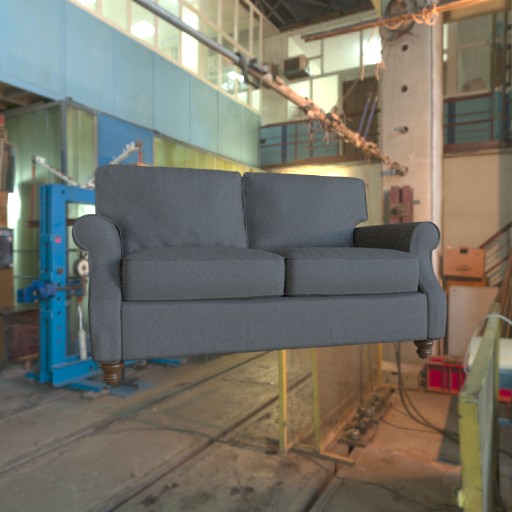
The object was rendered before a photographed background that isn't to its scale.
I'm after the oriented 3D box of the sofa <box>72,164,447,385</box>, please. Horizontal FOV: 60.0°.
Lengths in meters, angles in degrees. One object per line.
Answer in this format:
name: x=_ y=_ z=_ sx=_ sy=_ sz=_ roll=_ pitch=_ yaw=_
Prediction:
sofa: x=0.000 y=0.000 z=2.212 sx=1.665 sy=0.937 sz=0.964 roll=0 pitch=1 yaw=-17
